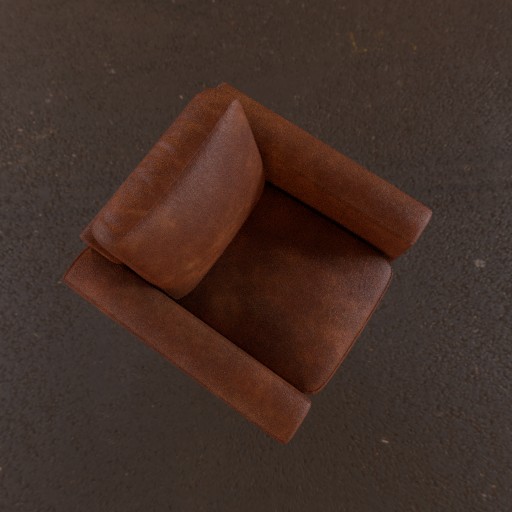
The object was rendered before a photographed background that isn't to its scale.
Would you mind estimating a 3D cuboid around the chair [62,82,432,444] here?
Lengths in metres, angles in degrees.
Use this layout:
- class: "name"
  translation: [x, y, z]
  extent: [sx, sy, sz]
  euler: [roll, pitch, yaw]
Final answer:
- class: "chair"
  translation: [0.000, 0.000, 1.735]
  extent: [1.016, 0.873, 1.005]
  euler: [34, 78, 8]
